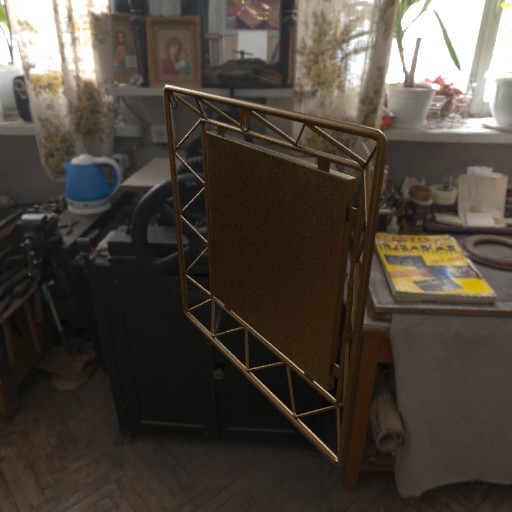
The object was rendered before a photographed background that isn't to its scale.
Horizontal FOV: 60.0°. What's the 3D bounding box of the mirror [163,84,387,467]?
[{"bbox_3d":[0.000,0.000,0.614,0.046,0.414,0.416,-18,33,-31],"label":"mirror"}]
